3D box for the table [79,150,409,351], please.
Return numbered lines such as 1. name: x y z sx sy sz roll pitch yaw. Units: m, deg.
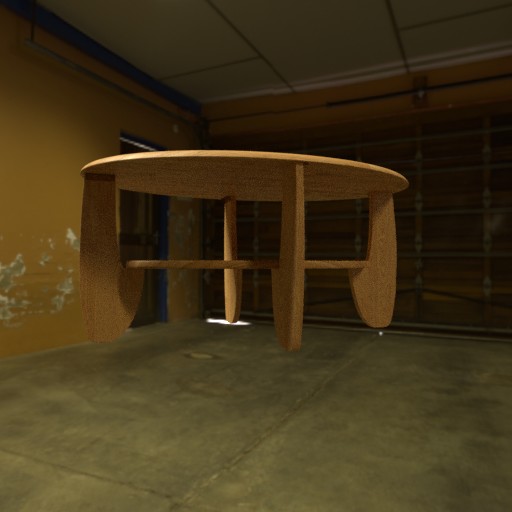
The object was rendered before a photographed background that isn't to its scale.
1. table: 0.000 0.000 1.403 1.040 0.490 0.690 0 -1 -19
